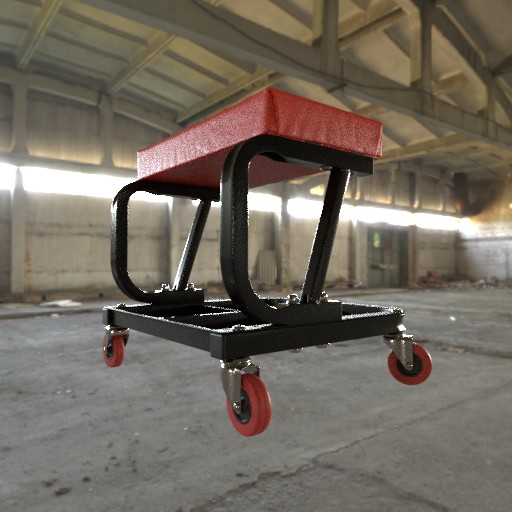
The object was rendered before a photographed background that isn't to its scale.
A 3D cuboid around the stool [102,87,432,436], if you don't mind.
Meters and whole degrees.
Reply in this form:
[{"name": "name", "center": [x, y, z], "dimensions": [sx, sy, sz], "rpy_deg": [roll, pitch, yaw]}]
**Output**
[{"name": "stool", "center": [0.000, 0.000, 0.715], "dimensions": [0.371, 0.380, 0.446], "rpy_deg": [1, -1, -38]}]
